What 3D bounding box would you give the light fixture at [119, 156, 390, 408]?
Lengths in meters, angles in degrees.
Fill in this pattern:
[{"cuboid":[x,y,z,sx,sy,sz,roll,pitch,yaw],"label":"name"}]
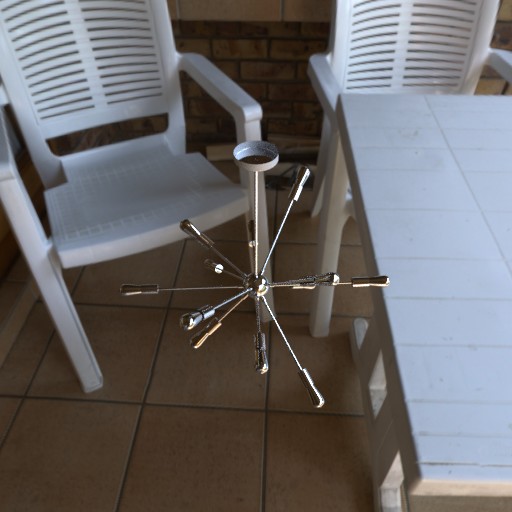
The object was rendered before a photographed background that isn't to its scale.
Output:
[{"cuboid":[0.000,0.000,1.046,0.684,0.558,0.509,-2,45,-2],"label":"light fixture"}]
